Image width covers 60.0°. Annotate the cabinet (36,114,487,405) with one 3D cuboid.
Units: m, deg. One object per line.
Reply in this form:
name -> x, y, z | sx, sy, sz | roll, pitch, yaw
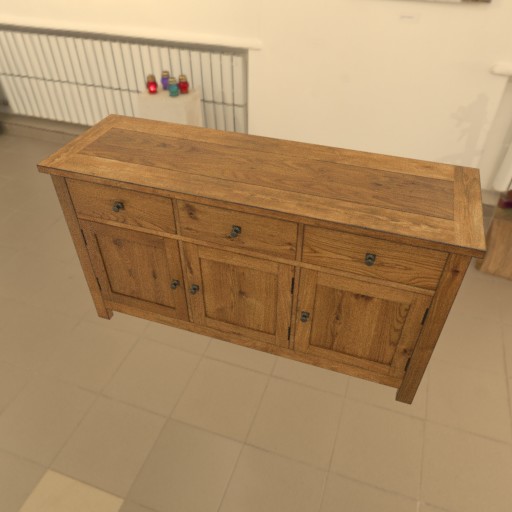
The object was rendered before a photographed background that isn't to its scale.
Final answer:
cabinet -> 0.000, 0.000, 1.808 | 1.474, 0.813, 0.480 | 12, 42, 14
